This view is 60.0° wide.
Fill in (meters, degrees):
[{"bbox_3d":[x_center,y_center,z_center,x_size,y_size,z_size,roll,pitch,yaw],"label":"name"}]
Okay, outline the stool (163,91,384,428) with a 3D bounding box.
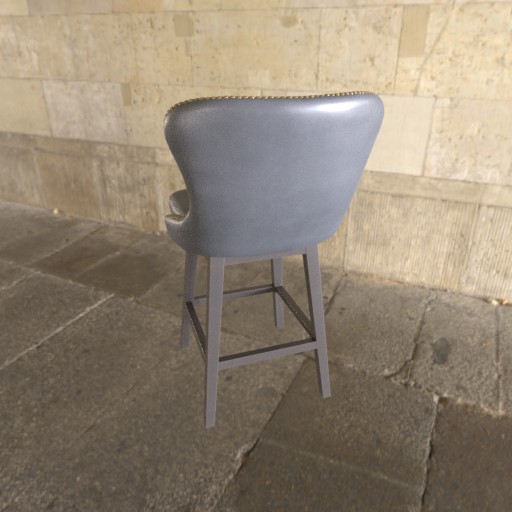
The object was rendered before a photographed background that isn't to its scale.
[{"bbox_3d":[0.000,0.000,1.336,0.528,0.971,0.593,-8,27,-17],"label":"stool"}]
